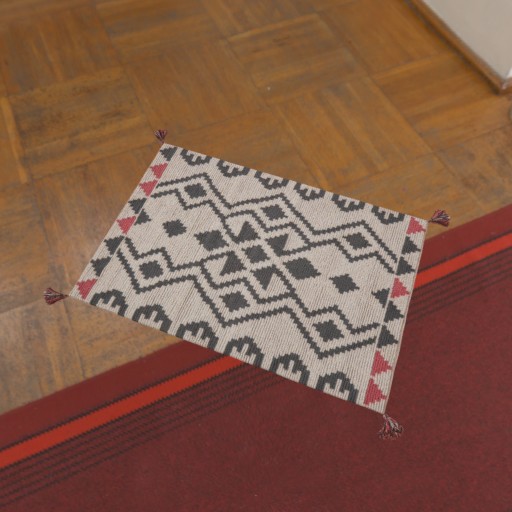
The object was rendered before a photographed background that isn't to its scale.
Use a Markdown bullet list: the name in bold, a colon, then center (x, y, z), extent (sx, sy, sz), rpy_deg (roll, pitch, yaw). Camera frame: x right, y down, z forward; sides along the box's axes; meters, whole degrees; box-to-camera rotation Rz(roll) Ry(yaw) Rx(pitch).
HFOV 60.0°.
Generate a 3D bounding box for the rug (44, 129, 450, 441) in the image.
- **rug**: center (0.000, 0.000, 2.619), extent (2.069, 0.067, 1.444), rpy_deg (18, 63, 10)
